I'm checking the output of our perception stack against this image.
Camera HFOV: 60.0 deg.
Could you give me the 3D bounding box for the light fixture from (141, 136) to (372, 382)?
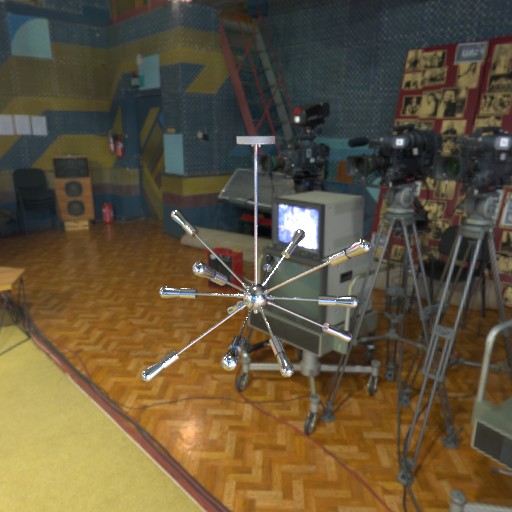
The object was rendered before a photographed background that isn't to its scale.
[{"bbox_3d":[0.000,0.000,1.072,0.509,0.558,0.684,2,16,8],"label":"light fixture"}]
